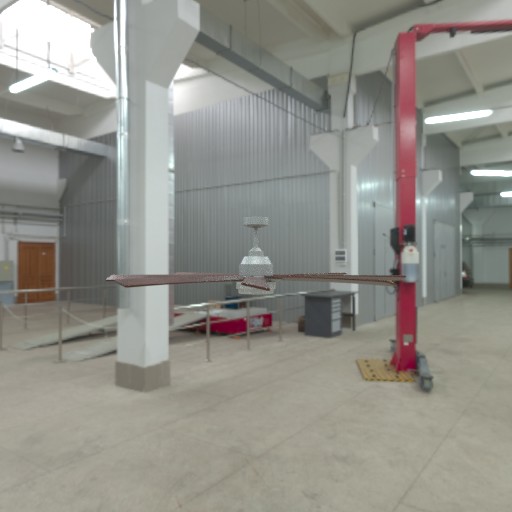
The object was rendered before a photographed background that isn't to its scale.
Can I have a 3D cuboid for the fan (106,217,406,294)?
[{"bbox_3d":[0.000,0.000,2.752,1.830,0.472,1.830,0,-1,0],"label":"fan"}]
